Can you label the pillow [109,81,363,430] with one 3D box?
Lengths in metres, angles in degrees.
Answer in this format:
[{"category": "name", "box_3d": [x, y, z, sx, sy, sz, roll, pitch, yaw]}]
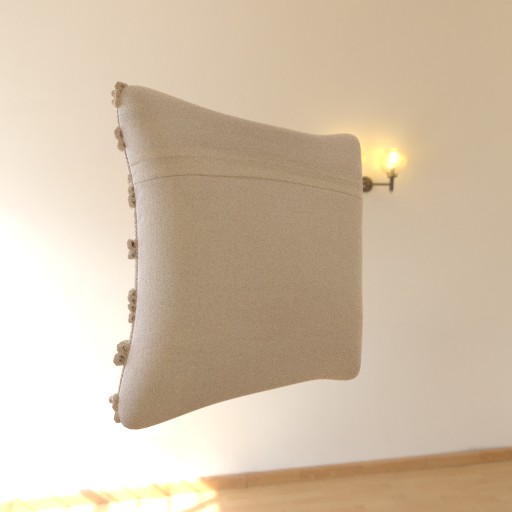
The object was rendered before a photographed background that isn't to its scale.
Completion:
[{"category": "pillow", "box_3d": [0.000, 0.000, 0.658, 0.437, 0.427, 0.145, 0, 0, -37]}]
